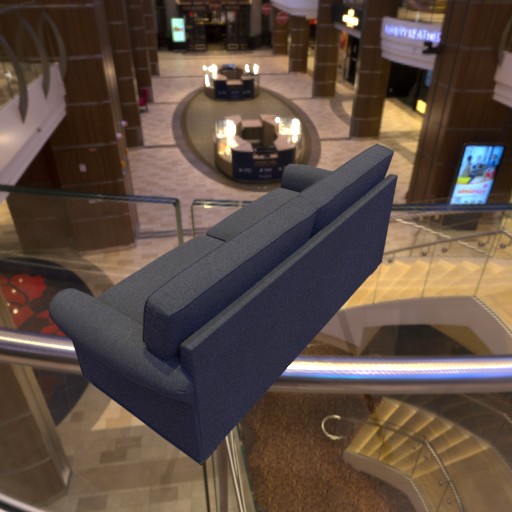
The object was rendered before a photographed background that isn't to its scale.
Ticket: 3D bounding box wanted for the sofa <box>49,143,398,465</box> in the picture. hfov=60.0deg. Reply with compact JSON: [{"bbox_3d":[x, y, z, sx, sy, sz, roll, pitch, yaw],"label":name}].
[{"bbox_3d":[0.000,0.000,2.864,0.954,1.026,2.391,22,39,30],"label":"sofa"}]
